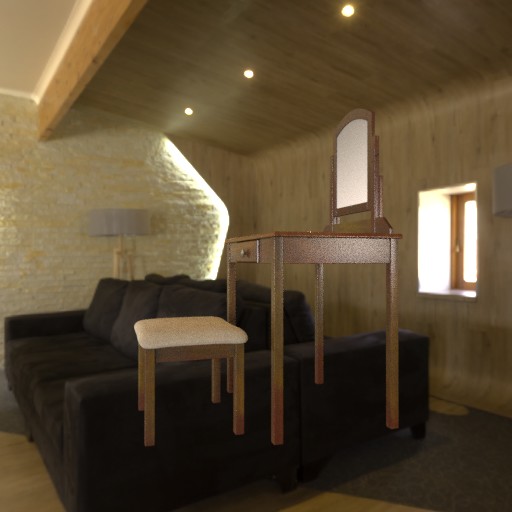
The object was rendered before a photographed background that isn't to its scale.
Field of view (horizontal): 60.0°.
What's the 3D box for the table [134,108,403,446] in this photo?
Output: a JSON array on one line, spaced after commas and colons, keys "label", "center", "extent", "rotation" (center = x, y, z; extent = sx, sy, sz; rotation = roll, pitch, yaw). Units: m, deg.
[{"label": "table", "center": [0.000, 0.000, 2.315], "extent": [1.211, 1.631, 0.876], "rotation": [0, 0, -18]}]
